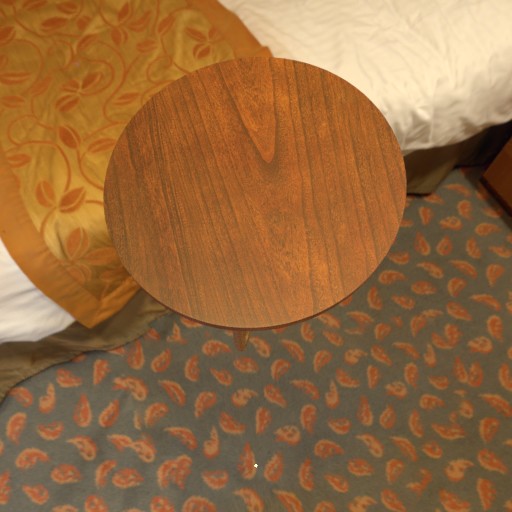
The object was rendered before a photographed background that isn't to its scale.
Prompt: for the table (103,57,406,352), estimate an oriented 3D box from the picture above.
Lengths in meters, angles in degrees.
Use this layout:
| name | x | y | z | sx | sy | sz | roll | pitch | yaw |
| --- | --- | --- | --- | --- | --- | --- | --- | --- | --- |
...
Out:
| name | x | y | z | sx | sy | sz | roll | pitch | yaw |
| --- | --- | --- | --- | --- | --- | --- | --- | --- | --- |
| table | 0.000 | 0.000 | 1.110 | 0.530 | 0.706 | 0.577 | 15 | 66 | 7 |
